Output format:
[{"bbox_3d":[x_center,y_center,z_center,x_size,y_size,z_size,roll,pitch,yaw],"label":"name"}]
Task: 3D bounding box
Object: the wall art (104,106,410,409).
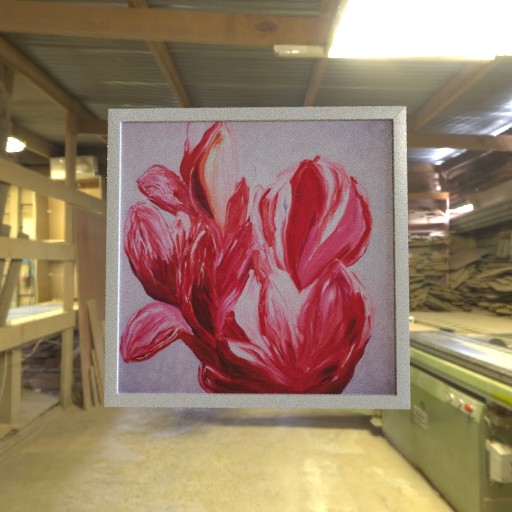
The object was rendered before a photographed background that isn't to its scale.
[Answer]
[{"bbox_3d":[0.000,0.000,0.679,0.455,0.453,0.023,0,-2,1],"label":"wall art"}]
